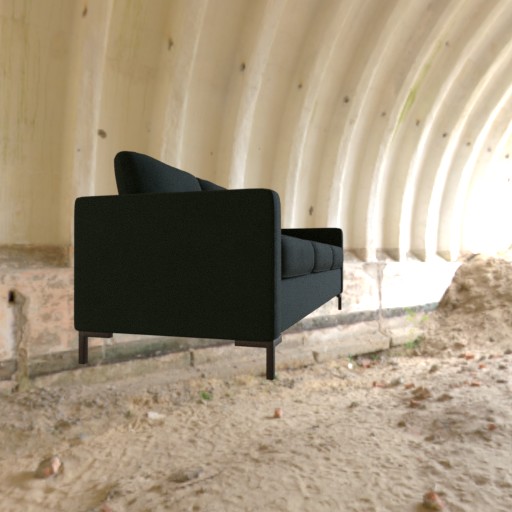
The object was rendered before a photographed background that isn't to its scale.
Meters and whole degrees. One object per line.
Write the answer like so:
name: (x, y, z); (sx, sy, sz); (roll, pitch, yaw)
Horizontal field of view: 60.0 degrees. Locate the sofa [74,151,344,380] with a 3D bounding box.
sofa: (0.000, 0.000, 2.692); (0.859, 0.870, 2.218); (0, 0, 17)
